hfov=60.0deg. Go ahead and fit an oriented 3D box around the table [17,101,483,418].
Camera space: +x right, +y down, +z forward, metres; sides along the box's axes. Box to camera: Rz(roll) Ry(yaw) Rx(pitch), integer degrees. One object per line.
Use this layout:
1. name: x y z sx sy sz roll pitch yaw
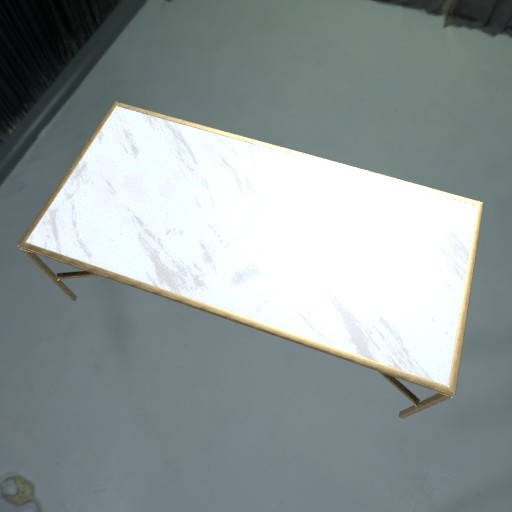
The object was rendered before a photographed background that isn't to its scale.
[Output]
1. table: 0.000 0.000 1.431 1.197 0.405 0.577 18 64 9
